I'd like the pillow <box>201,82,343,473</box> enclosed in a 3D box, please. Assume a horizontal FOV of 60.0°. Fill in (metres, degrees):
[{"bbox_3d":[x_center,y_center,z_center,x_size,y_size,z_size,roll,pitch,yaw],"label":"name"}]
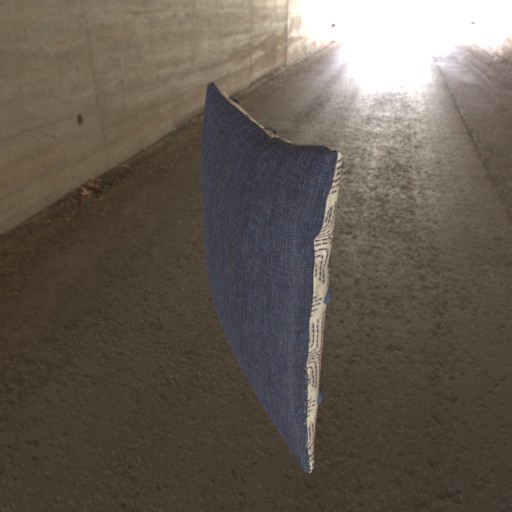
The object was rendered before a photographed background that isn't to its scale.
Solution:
[{"bbox_3d":[0.000,0.000,0.776,0.145,0.510,0.510,-10,31,-17],"label":"pillow"}]
